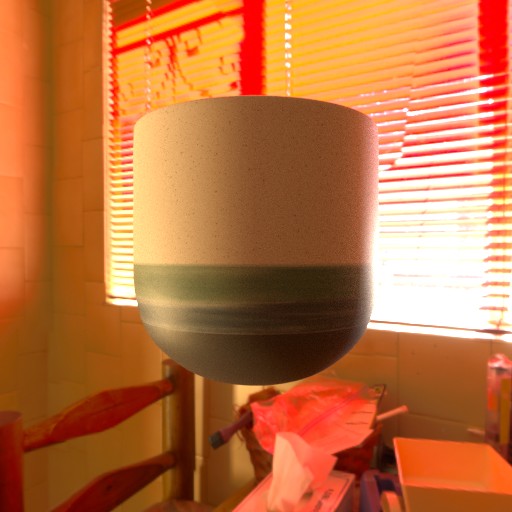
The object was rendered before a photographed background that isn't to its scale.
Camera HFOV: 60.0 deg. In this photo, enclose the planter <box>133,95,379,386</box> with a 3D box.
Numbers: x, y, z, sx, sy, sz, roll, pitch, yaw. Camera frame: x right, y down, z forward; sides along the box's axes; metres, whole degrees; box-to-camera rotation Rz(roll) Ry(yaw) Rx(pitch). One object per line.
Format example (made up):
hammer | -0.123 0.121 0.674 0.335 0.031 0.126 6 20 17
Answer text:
planter | 0.000 0.000 0.501 0.268 0.270 0.268 0 0 0
